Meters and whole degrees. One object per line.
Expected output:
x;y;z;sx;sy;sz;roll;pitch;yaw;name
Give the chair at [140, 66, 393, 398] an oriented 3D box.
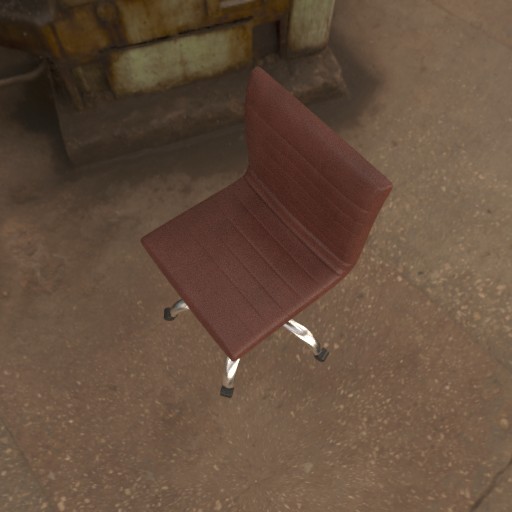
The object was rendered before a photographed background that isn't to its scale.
0.000;0.000;1.148;0.530;0.780;0.556;-35;68;-16;chair
